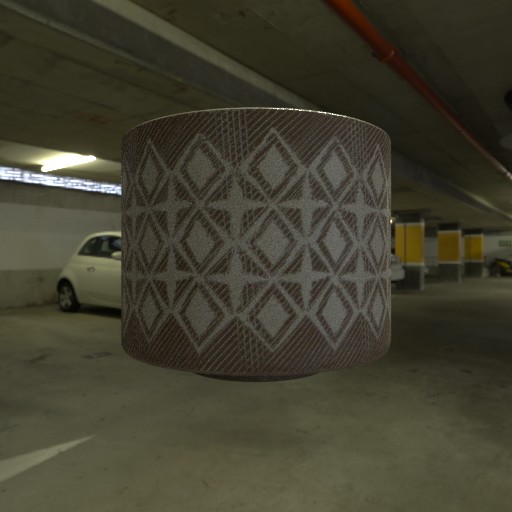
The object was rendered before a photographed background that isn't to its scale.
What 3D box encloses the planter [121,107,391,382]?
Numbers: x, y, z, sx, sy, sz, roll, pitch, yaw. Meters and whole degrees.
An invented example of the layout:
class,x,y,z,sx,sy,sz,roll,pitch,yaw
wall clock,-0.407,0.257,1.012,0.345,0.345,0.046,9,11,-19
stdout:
class,x,y,z,sx,sy,sz,roll,pitch,yaw
planter,0.000,0.000,0.217,0.126,0.104,0.126,0,0,0
